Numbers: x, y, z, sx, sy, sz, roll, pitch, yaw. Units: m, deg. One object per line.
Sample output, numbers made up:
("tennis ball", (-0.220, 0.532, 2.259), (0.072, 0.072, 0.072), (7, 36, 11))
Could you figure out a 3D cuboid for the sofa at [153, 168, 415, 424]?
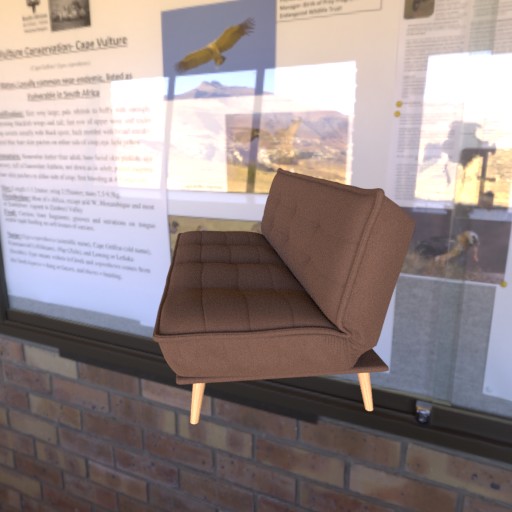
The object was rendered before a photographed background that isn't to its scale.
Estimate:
("sofa", (0.000, 0.000, 2.452), (0.950, 0.890, 1.940), (-2, 13, -7))
